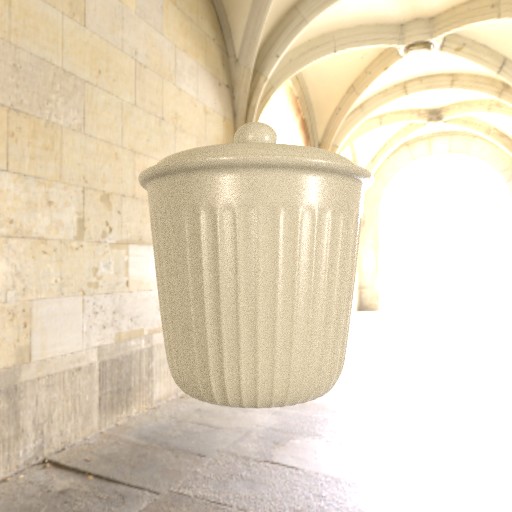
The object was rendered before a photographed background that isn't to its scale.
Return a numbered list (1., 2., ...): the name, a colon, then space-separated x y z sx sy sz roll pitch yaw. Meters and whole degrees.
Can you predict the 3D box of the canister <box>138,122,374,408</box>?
1. canister: 0.000 0.000 0.351 0.181 0.211 0.181 0 -1 0
